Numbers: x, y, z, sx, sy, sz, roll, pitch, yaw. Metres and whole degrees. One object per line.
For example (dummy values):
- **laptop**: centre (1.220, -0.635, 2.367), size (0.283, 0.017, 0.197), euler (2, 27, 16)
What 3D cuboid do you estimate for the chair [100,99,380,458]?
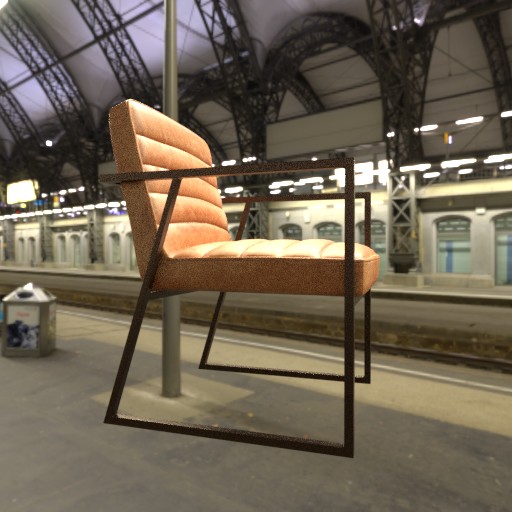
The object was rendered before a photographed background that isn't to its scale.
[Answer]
- **chair**: centre (0.000, 0.000, 1.278), size (0.677, 0.832, 0.571), euler (0, 0, 18)
